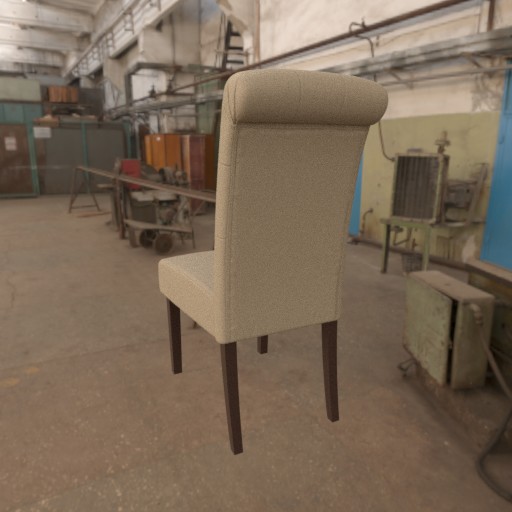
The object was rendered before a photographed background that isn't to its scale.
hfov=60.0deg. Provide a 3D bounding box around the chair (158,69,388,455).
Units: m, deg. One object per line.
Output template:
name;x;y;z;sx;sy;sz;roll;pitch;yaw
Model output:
chair;0.000;0.000;1.388;0.456;1.006;0.671;-7;16;-26
